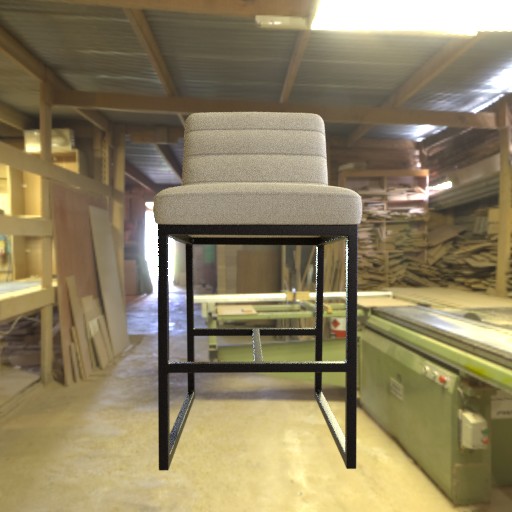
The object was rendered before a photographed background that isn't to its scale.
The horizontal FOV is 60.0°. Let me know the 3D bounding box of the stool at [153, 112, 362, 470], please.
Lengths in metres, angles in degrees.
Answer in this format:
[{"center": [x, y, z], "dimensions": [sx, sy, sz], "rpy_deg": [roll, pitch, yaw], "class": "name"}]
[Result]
[{"center": [0.000, 0.000, 1.229], "dimensions": [0.460, 0.940, 0.560], "rpy_deg": [0, 1, -1], "class": "stool"}]
